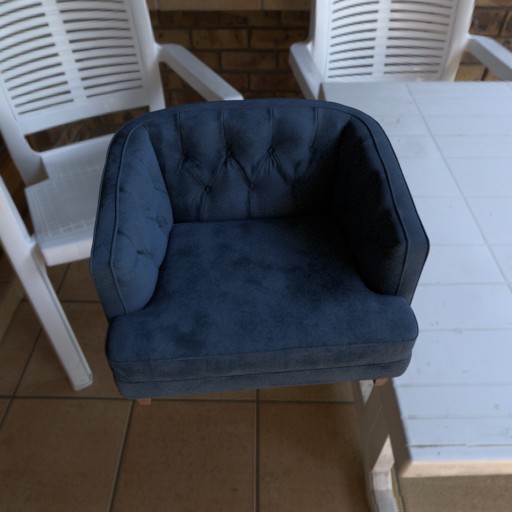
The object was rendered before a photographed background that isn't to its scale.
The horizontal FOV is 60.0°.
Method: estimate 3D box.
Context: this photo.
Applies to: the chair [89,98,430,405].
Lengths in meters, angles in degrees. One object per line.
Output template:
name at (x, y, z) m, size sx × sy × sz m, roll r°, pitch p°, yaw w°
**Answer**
chair at (0.000, 0.000, 1.743) m, size 1.094 × 0.852 × 0.940 m, roll -4°, pitch 46°, yaw -4°
